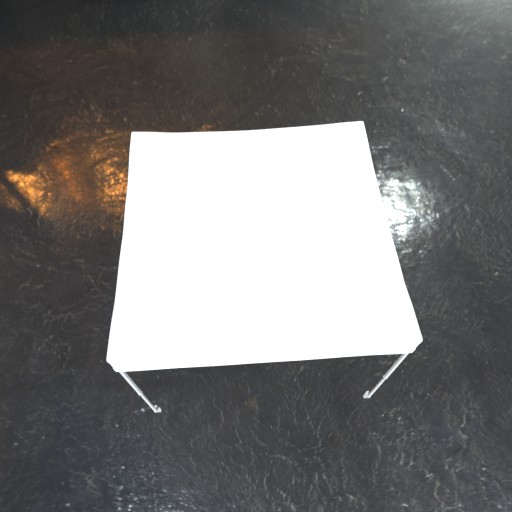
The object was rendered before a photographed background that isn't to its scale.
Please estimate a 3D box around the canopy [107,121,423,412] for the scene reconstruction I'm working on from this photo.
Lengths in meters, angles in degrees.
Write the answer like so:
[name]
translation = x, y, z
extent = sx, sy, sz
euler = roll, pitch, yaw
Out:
[canopy]
translation = 0.000, 0.000, 5.539
extent = 2.998, 2.997, 2.996
euler = -3, 59, -2
